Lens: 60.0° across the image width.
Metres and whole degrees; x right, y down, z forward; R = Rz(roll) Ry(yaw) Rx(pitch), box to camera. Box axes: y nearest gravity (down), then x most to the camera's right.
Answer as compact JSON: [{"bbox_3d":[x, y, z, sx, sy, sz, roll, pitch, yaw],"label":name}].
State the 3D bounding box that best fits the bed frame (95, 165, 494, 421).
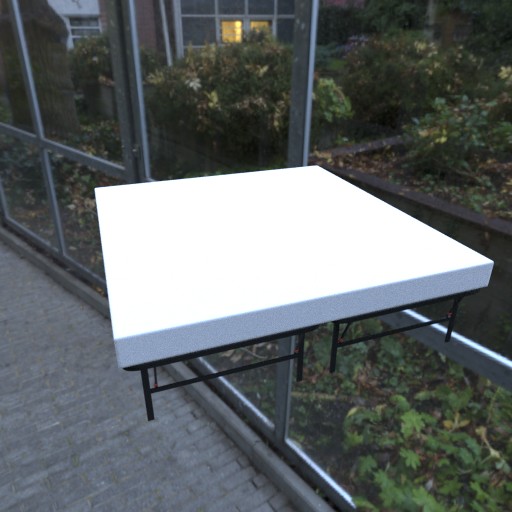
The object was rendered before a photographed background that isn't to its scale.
[{"bbox_3d":[0.000,0.000,3.013,1.930,0.559,2.032,-9,28,-18],"label":"bed frame"}]
